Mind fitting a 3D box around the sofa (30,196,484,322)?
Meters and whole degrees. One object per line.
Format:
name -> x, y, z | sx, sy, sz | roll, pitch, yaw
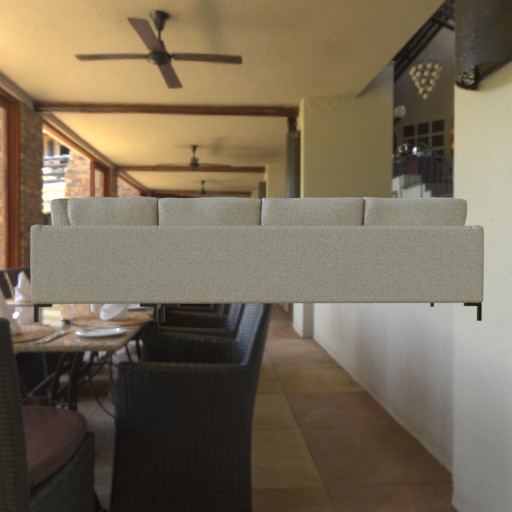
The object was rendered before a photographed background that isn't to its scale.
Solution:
sofa -> 0.000, 0.000, 3.808 | 2.949, 0.815, 2.007 | 0, 1, -1
